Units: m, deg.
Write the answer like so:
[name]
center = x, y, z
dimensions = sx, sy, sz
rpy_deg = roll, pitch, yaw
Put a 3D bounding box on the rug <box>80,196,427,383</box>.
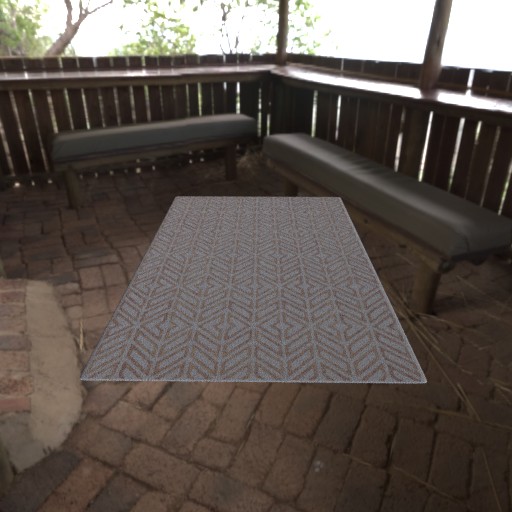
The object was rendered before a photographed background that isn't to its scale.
[rug]
center = 0.000, 0.000, 3.018
dimensions = 1.523, 0.008, 2.438
rpy_deg = 0, 27, 1
